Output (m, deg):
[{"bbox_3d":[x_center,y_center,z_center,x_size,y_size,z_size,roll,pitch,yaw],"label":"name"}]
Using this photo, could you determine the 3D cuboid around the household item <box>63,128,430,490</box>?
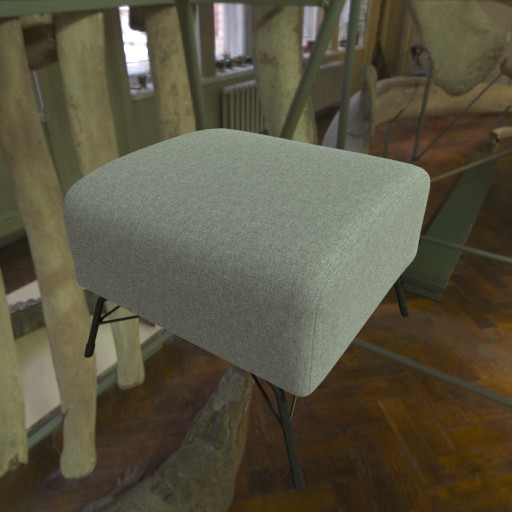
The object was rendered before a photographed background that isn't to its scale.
[{"bbox_3d":[0.000,0.000,0.893,0.530,0.410,0.530,19,36,29],"label":"household item"}]
